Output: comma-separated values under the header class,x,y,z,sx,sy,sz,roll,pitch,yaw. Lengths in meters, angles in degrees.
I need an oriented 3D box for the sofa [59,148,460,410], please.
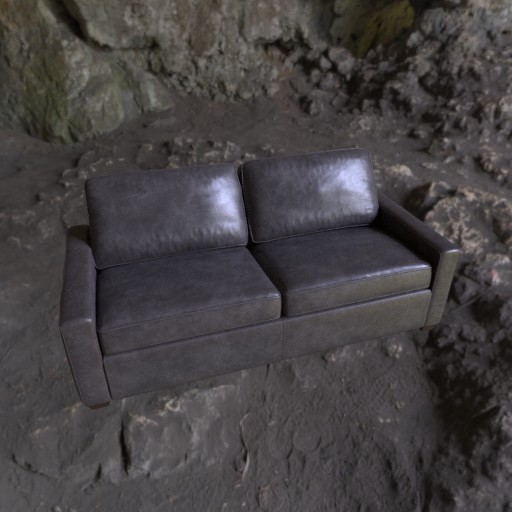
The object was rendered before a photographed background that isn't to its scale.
class,x,y,z,sx,sy,sz,roll,pitch,yaw
sofa,0.000,0.000,2.575,2.081,0.916,0.939,-10,33,-15
